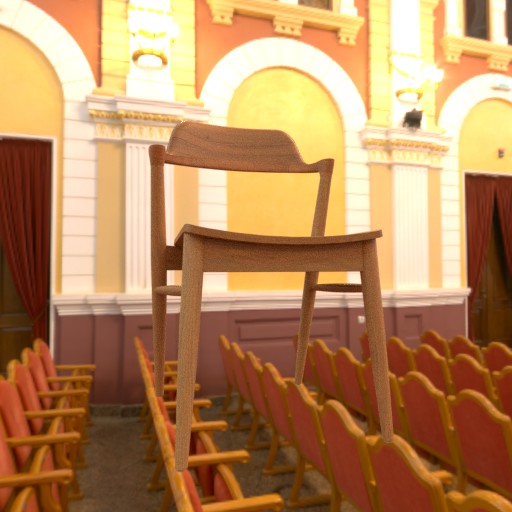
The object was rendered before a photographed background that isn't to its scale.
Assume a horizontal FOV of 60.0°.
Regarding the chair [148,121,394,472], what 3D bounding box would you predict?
[{"bbox_3d":[0.000,0.000,1.107,0.512,0.792,0.499,0,-1,-17],"label":"chair"}]
